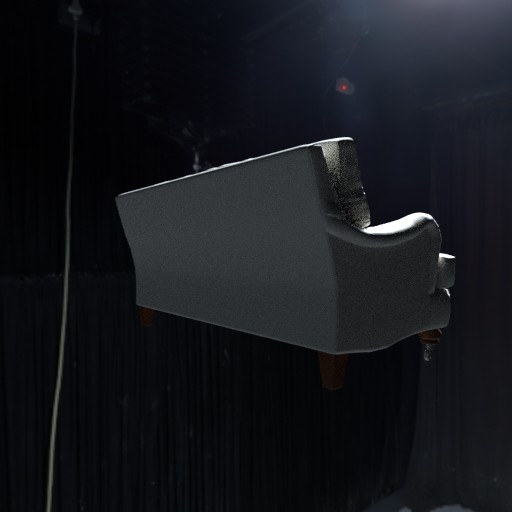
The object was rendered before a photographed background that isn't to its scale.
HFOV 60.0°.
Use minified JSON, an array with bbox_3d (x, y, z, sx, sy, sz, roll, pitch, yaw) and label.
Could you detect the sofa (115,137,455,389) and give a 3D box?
[{"bbox_3d":[0.000,0.000,2.844,1.086,1.087,2.159,-1,1,-37],"label":"sofa"}]
